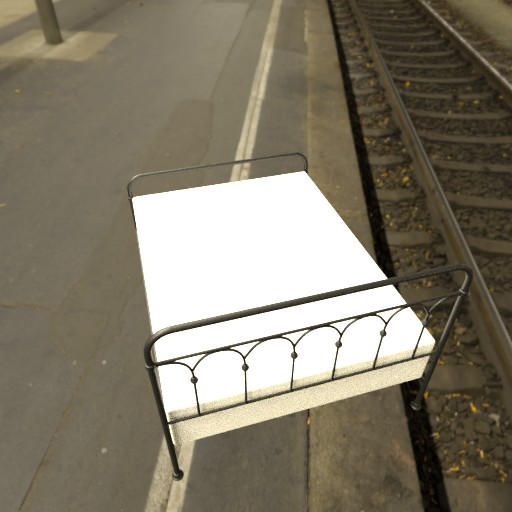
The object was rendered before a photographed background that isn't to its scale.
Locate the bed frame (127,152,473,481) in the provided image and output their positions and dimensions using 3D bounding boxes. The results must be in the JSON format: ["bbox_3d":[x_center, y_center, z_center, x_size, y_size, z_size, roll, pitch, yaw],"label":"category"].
[{"bbox_3d":[0.000,0.000,3.162,1.664,1.276,2.203,-11,41,-13],"label":"bed frame"}]
